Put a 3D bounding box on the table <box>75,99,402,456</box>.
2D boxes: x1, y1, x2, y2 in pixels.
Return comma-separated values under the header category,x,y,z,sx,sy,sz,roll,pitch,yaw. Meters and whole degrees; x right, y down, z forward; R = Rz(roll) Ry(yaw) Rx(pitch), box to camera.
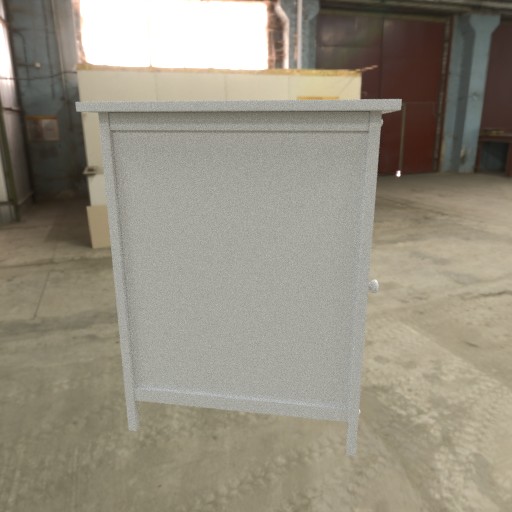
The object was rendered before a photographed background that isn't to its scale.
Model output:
category,x,y,z,sx,sy,sz,roll,pitch,yaw
table,0.000,0.000,0.755,0.381,0.483,0.381,3,17,9
